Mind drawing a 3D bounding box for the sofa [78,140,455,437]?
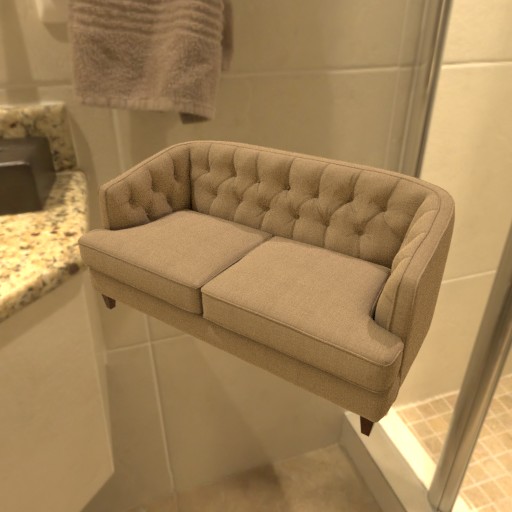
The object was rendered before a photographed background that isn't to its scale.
[{"bbox_3d":[0.000,0.000,2.272,1.733,0.855,0.941,18,34,29],"label":"sofa"}]
